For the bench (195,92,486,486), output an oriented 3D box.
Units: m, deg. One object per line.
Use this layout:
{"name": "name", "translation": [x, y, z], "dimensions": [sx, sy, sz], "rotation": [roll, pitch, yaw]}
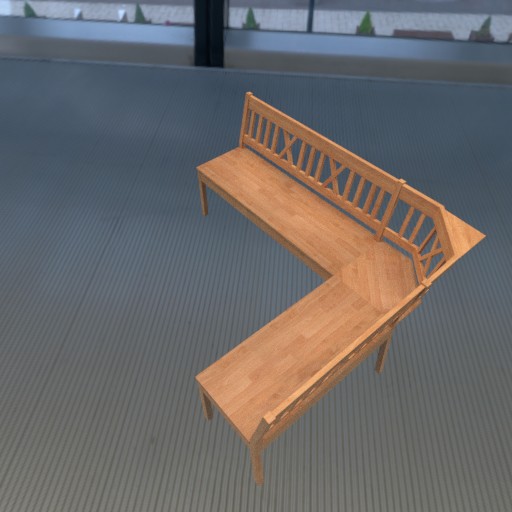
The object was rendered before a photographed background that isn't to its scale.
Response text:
{"name": "bench", "translation": [0.000, 0.000, 2.764], "dimensions": [1.537, 0.902, 1.937], "rotation": [-32, 55, -26]}
